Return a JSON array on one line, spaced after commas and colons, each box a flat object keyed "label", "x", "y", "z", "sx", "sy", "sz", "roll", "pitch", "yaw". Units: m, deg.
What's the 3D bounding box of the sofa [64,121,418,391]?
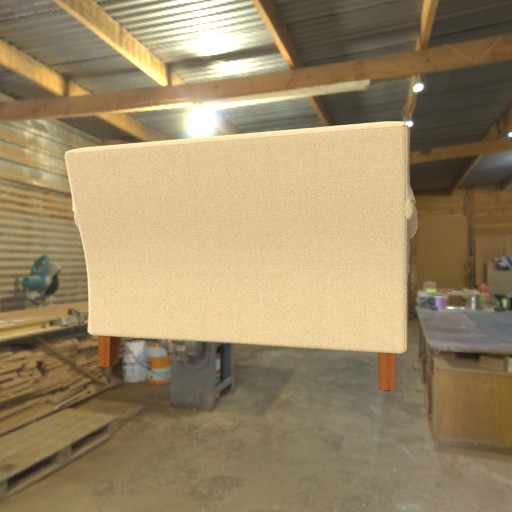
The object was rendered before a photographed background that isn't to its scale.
[{"label": "sofa", "x": 0.000, "y": 0.000, "z": 2.236, "sx": 1.508, "sy": 1.048, "sz": 1.087, "roll": 0, "pitch": 0, "yaw": 17}]
